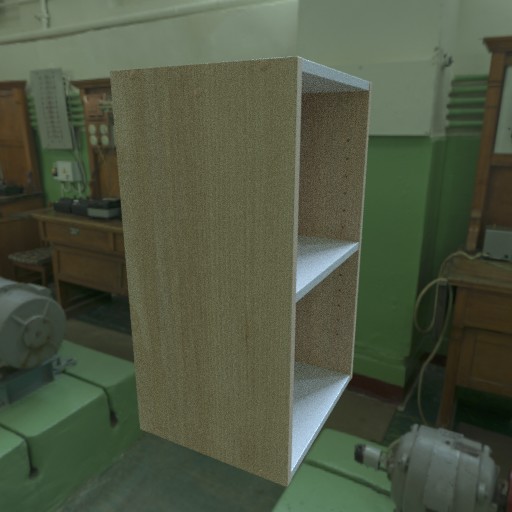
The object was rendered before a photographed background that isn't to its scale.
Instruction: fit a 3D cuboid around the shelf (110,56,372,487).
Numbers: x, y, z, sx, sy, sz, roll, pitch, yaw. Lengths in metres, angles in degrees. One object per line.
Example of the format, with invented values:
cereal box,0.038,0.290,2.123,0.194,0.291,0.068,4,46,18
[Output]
shelf,0.000,0.000,0.799,0.290,0.600,0.350,8,18,27
